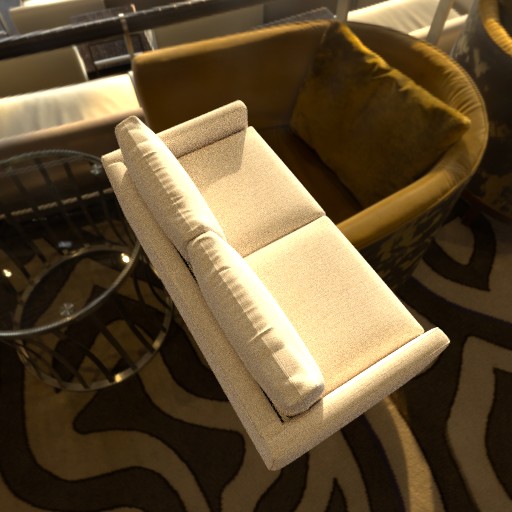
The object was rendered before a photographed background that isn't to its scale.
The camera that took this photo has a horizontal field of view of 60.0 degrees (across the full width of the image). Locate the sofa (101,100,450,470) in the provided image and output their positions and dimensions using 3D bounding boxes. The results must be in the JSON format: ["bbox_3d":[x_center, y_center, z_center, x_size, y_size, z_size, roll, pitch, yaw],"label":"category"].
[{"bbox_3d":[0.000,0.000,2.101,0.839,0.812,1.651,-28,63,-15],"label":"sofa"}]
